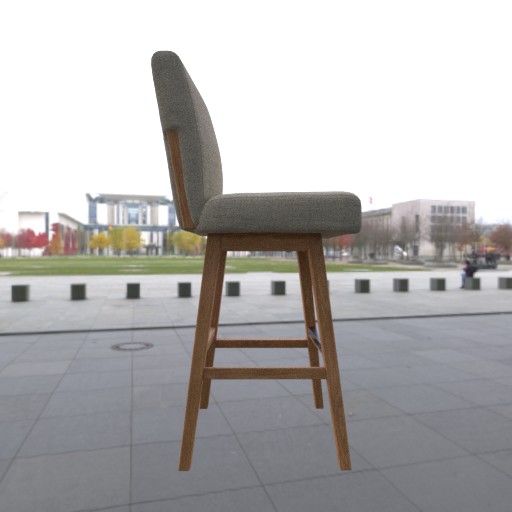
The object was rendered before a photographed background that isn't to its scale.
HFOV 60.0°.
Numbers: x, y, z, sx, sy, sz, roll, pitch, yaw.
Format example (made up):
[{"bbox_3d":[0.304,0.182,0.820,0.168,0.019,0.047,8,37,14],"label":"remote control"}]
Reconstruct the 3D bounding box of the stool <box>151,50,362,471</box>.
[{"bbox_3d":[0.000,0.000,1.380,0.569,1.106,0.483,0,0,0],"label":"stool"}]
